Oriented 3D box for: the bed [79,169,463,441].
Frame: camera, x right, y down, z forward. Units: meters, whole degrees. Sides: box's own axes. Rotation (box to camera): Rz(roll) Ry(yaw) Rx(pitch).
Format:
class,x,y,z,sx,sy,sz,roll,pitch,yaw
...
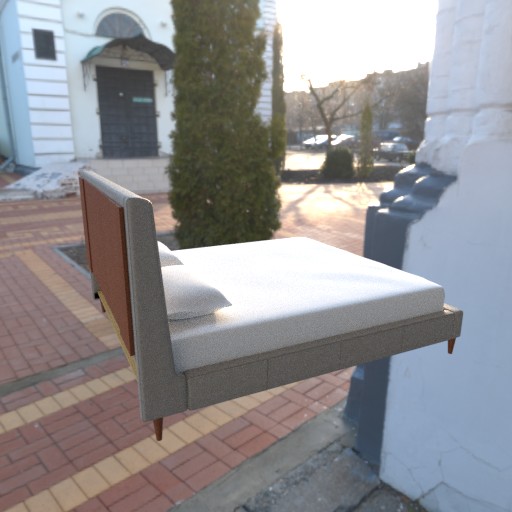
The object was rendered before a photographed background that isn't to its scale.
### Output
class,x,y,z,sx,sy,sz,roll,pitch,yaw
bed,0.000,0.000,3.505,2.342,1.289,2.062,-7,16,-25
